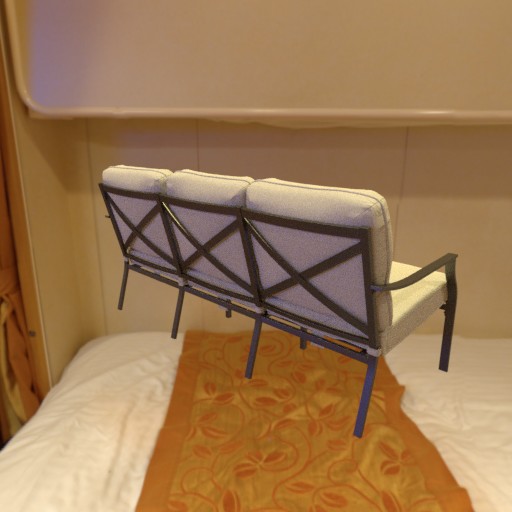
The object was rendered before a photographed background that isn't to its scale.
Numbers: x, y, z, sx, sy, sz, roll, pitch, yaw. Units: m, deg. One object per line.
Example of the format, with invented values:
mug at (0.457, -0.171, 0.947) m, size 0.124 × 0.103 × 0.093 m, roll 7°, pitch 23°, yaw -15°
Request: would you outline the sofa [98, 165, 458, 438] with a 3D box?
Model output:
sofa at (0.000, 0.000, 2.213) m, size 1.740 × 0.860 × 0.787 m, roll 15°, pitch 22°, yaw 42°
